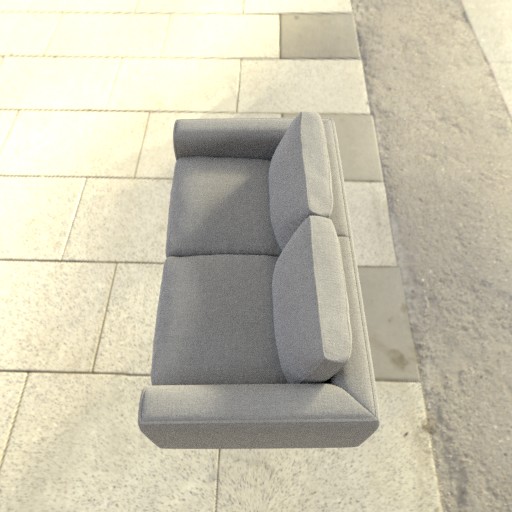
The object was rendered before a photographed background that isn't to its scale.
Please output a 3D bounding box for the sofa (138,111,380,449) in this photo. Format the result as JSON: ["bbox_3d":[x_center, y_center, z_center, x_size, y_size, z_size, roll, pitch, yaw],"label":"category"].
[{"bbox_3d":[0.000,0.000,2.493,1.069,0.800,1.920,-1,58,0],"label":"sofa"}]
